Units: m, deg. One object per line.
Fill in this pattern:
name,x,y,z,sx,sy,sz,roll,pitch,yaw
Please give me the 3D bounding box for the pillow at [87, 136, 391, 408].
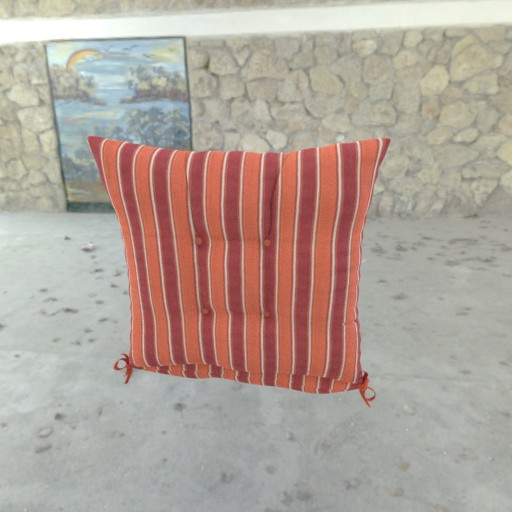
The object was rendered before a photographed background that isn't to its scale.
pillow,0.000,0.000,1.020,0.541,0.536,0.585,2,16,9
